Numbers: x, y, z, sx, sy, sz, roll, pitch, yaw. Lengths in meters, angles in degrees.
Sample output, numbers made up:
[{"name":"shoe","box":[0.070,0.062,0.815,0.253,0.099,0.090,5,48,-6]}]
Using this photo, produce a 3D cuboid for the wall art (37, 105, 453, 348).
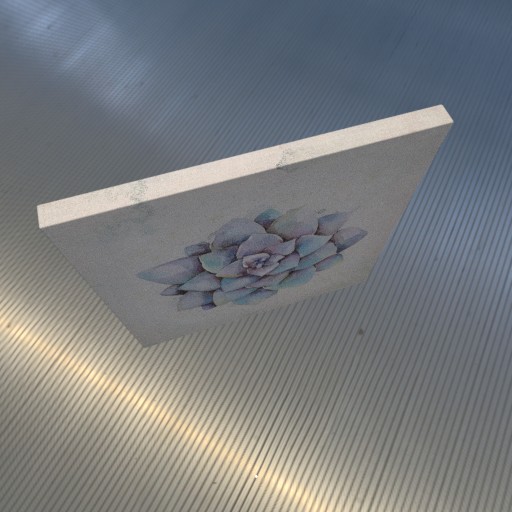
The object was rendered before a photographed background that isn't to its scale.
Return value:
[{"name":"wall art","box":[0.000,0.000,0.906,0.612,0.612,0.040,-16,65,-8]}]
